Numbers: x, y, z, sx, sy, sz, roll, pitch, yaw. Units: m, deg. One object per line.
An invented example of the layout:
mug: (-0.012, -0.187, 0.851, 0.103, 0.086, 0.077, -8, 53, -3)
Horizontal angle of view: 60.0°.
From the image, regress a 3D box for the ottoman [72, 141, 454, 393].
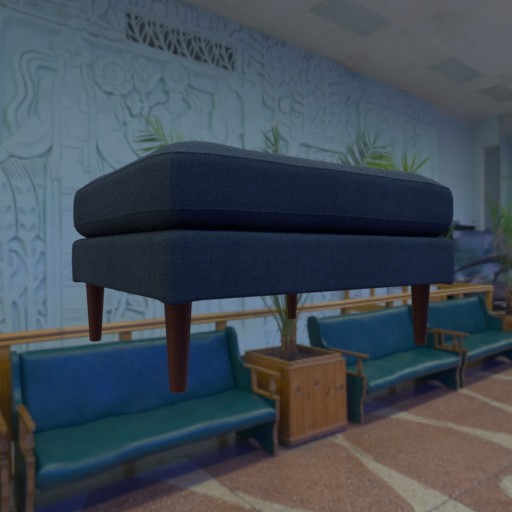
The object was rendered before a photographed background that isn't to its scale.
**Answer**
ottoman: (0.000, 0.000, 1.219, 0.821, 0.474, 0.693, 0, 1, -35)
